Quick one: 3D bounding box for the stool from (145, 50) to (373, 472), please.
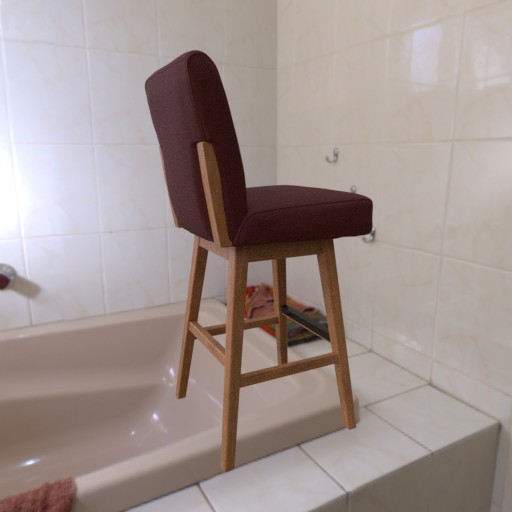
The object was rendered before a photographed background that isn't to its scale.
[{"bbox_3d":[0.000,0.000,1.396,0.562,1.093,0.468,-6,14,-26],"label":"stool"}]
